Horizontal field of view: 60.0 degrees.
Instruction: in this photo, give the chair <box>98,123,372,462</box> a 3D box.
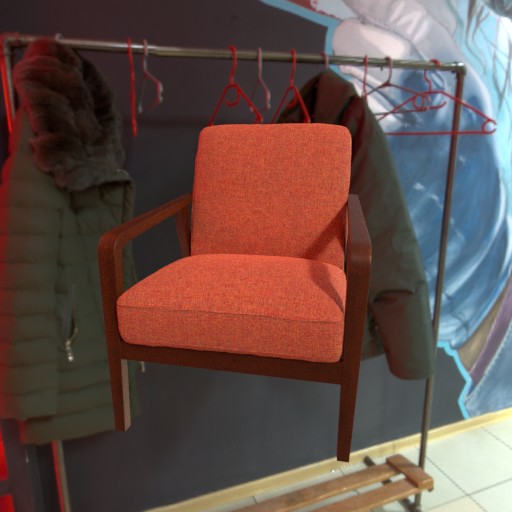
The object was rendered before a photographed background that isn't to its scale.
[{"bbox_3d":[0.000,0.000,1.517,0.719,0.890,0.860,3,15,11],"label":"chair"}]
